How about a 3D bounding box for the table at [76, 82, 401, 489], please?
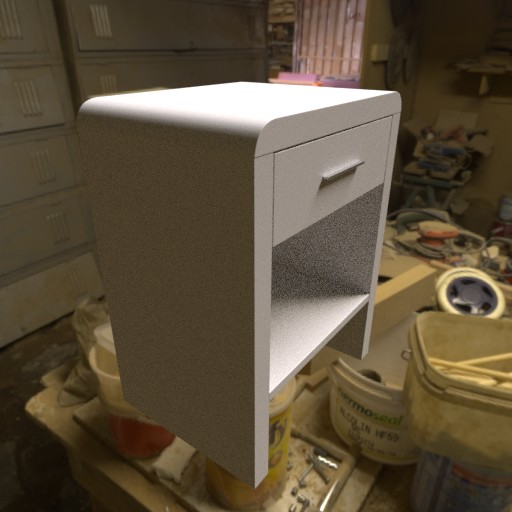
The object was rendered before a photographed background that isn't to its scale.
[{"bbox_3d":[0.000,0.000,0.857,0.350,0.590,0.450,18,31,33],"label":"table"}]
